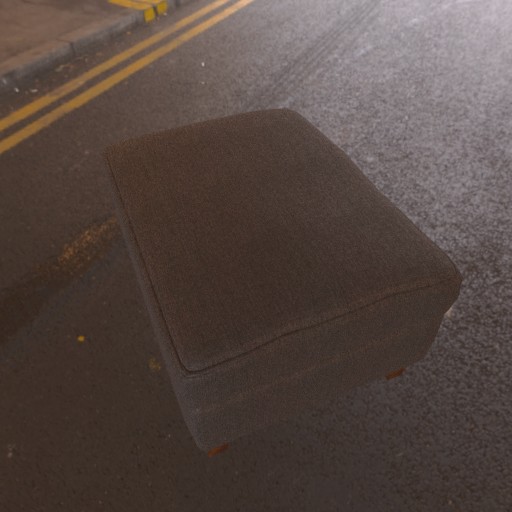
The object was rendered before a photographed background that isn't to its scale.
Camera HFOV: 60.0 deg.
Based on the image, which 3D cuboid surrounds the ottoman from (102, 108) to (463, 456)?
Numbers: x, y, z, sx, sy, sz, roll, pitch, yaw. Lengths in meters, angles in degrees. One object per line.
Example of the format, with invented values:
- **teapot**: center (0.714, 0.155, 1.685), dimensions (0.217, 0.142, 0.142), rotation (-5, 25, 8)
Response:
- **ottoman**: center (0.000, 0.000, 1.221), dimensions (0.639, 0.496, 0.826), rotation (-17, 48, -16)
